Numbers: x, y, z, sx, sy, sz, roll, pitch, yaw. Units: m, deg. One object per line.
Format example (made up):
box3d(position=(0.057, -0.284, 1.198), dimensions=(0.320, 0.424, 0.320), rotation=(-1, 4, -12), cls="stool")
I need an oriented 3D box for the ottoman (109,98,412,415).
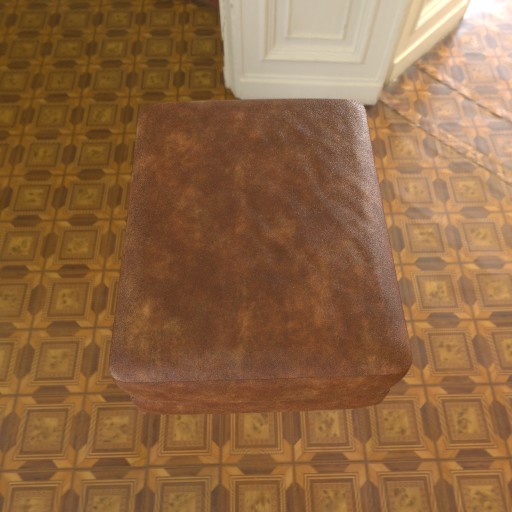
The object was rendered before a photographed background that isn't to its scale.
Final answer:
box3d(position=(0.000, 0.000, 1.154), dimensions=(0.603, 0.476, 0.751), rotation=(-2, 63, -1), cls="ottoman")
